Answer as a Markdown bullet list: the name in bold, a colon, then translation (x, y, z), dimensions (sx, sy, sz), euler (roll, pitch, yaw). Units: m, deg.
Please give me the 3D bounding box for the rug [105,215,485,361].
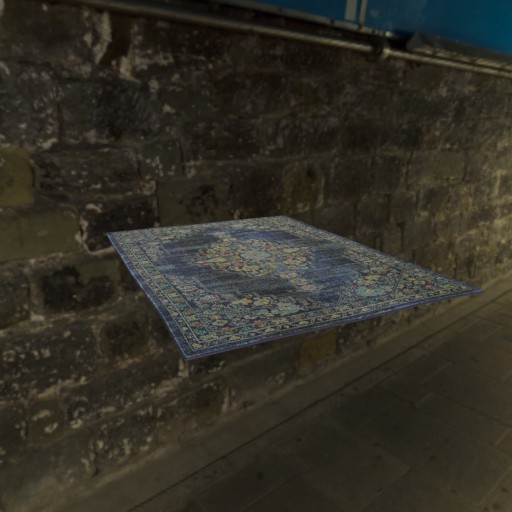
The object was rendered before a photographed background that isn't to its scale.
- **rug**: translation (0.000, 0.000, 4.870), dimensions (2.716, 0.035, 3.612), euler (-8, 19, -24)
